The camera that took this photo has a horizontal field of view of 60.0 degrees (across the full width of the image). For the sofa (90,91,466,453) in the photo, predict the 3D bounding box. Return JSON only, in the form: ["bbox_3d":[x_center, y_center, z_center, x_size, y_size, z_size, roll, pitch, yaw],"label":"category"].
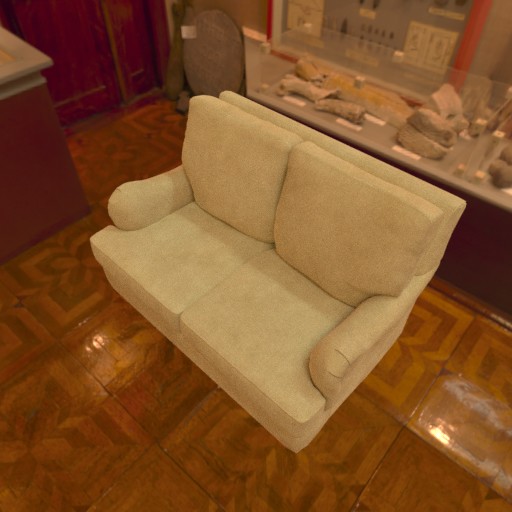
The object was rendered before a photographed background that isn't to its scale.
[{"bbox_3d":[0.000,0.000,2.245,1.498,1.087,1.086,34,56,28],"label":"sofa"}]
